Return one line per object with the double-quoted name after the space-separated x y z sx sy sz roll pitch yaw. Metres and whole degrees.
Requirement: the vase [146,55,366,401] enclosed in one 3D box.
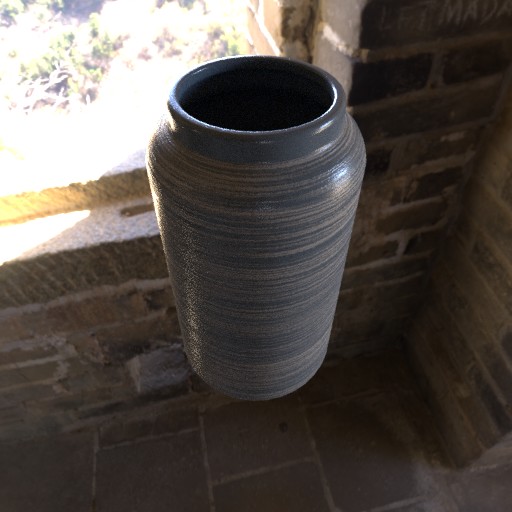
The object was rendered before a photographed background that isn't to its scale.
0.000 0.000 0.295 0.116 0.230 0.116 0 46 0 "vase"
